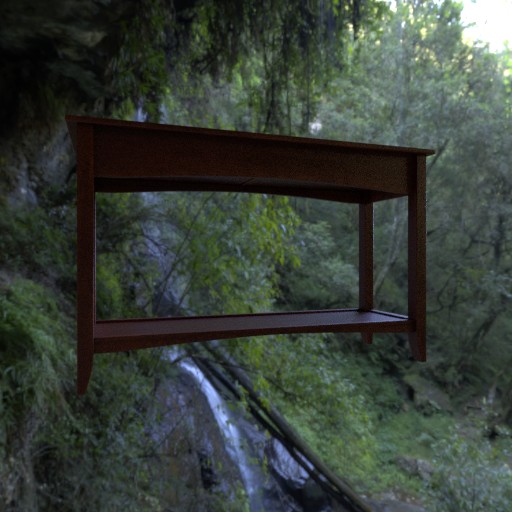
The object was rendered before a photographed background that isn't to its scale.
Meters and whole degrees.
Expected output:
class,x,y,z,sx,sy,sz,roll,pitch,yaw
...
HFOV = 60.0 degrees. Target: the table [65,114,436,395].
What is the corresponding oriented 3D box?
class,x,y,z,sx,sy,sz,roll,pitch,yaw
table,0.000,0.000,1.532,1.188,0.739,0.392,0,0,-19
